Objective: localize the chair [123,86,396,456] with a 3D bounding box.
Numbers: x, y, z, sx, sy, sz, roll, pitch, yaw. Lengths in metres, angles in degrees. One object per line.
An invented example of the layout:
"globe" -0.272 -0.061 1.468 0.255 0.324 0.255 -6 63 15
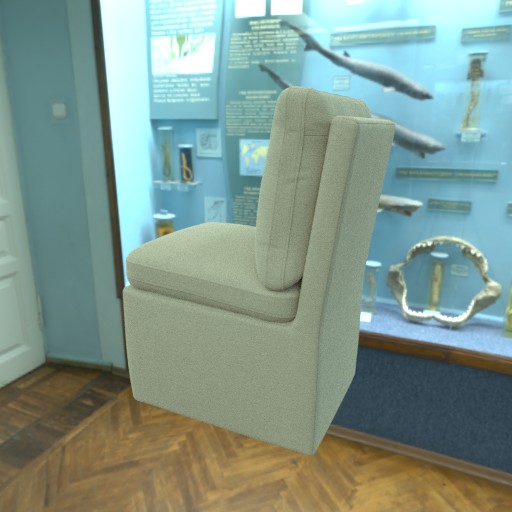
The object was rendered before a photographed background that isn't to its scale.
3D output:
"chair" 0.000 0.000 1.358 0.698 0.927 0.503 8 18 25
